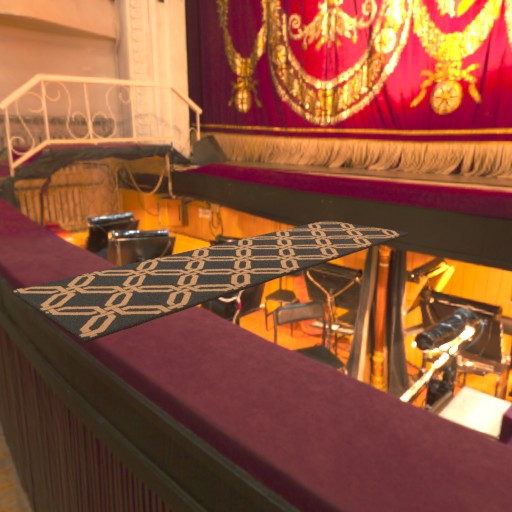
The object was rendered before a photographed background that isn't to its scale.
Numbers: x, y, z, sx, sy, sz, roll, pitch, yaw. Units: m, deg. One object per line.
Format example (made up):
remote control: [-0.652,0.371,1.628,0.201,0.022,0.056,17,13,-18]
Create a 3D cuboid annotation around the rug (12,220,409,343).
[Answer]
rug: [0.000,0.000,2.434,0.678,0.014,2.276,14,21,42]
